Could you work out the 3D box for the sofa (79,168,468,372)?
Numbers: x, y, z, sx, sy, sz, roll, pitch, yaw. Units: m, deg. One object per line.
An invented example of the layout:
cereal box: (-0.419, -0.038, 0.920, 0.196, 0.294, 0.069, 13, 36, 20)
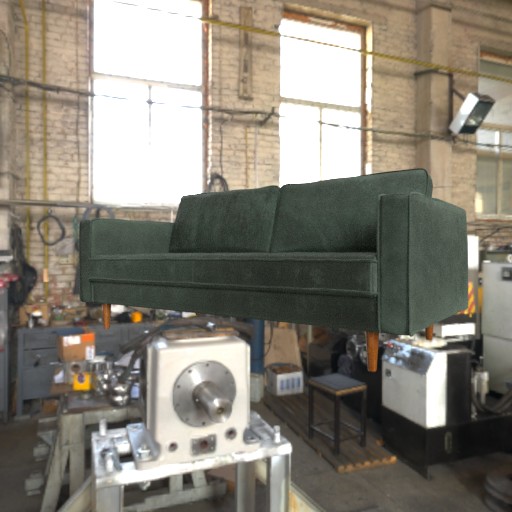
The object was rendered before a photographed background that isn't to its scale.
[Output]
sofa: (0.000, 0.000, 2.217, 1.816, 0.781, 0.886, 0, 0, 36)
